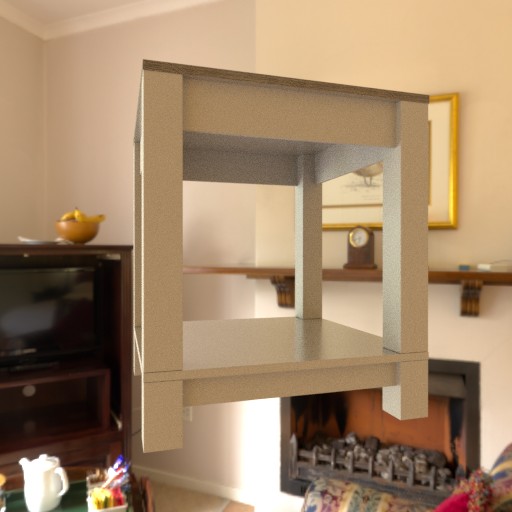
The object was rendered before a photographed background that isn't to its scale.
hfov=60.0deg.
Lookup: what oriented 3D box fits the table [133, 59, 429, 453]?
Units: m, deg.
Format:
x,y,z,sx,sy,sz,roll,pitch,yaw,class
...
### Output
x,y,z,sx,sy,sz,roll,pitch,yaw,class
0.000,0.000,0.975,0.506,0.587,0.504,0,0,-17,table
